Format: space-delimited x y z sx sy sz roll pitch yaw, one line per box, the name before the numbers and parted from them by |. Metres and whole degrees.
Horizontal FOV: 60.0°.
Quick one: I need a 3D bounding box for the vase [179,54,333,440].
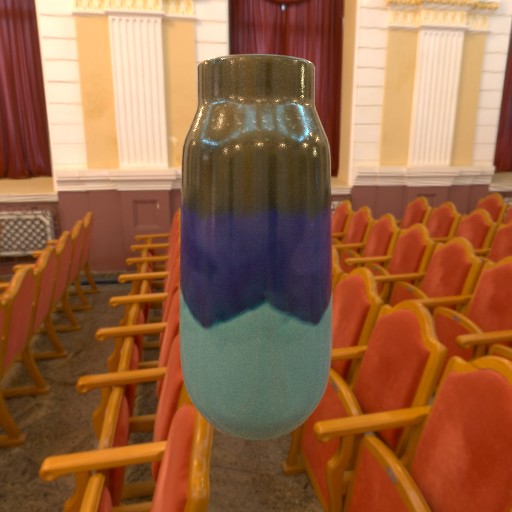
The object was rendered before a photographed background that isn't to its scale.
vase | 0.000 0.000 0.389 0.139 0.313 0.139 0 14 0
